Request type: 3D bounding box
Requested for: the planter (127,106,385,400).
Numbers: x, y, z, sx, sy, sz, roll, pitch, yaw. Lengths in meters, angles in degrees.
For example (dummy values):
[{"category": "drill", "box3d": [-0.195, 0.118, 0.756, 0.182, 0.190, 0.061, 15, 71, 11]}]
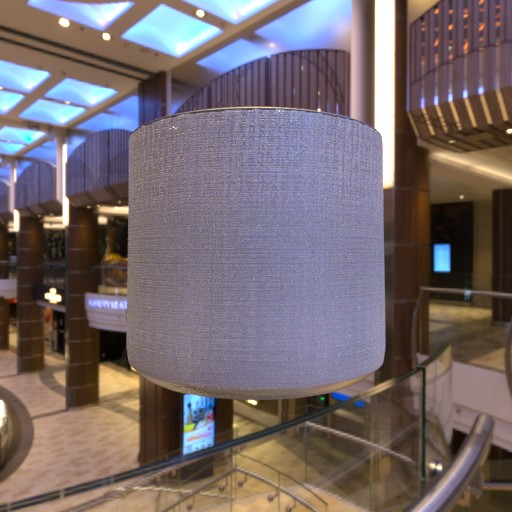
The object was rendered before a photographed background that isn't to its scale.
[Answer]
[{"category": "planter", "box3d": [0.000, 0.000, 0.224, 0.125, 0.112, 0.125, 0, 0, 0]}]
